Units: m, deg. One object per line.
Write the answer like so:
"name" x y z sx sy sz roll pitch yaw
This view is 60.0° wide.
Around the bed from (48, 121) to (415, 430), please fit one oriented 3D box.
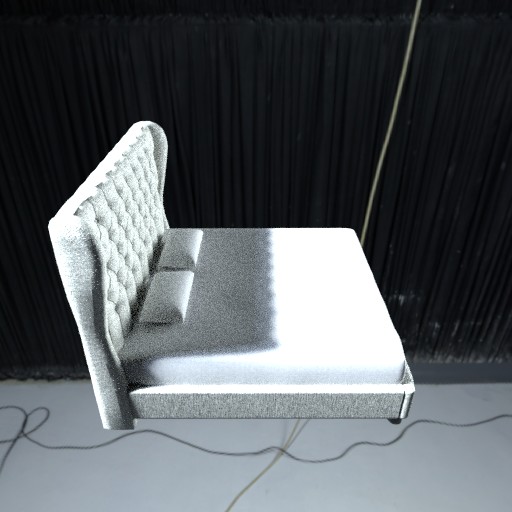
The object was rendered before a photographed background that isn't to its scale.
"bed" 0.000 0.000 3.822 2.347 1.771 2.219 0 31 0
